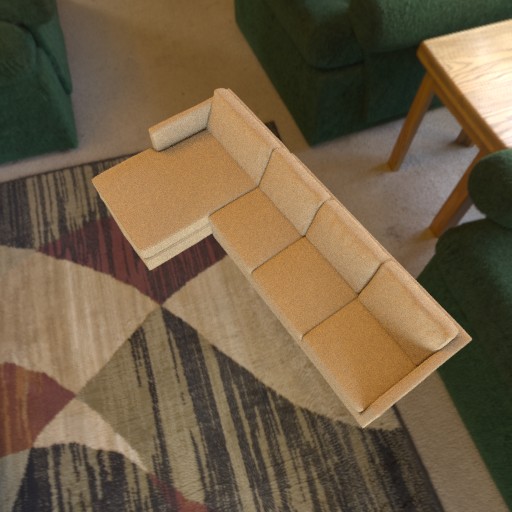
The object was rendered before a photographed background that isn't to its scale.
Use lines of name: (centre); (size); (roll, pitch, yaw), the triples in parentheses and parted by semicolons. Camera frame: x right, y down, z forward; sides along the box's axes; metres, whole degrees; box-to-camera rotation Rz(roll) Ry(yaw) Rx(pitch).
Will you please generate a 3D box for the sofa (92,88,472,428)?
sofa: (0.000, 0.000, 3.822); (1.625, 0.846, 3.186); (-32, 67, -16)
